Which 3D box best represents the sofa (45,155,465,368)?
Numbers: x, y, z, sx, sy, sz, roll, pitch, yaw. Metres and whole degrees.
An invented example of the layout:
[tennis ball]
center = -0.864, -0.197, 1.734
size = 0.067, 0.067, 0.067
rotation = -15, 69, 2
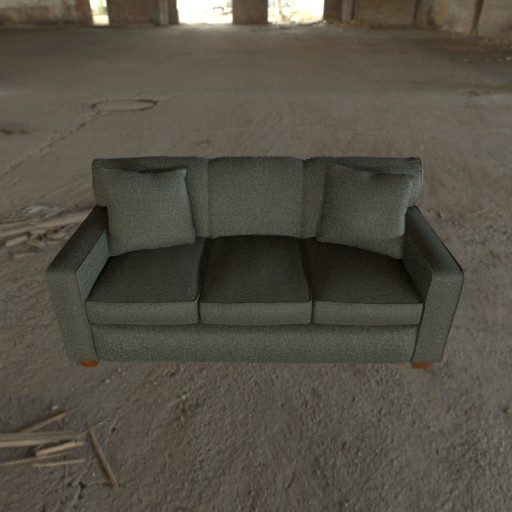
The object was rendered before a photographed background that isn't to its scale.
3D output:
[sofa]
center = 0.000, 0.000, 2.563
size = 2.024, 0.958, 0.997
rotation = 0, 30, 0
